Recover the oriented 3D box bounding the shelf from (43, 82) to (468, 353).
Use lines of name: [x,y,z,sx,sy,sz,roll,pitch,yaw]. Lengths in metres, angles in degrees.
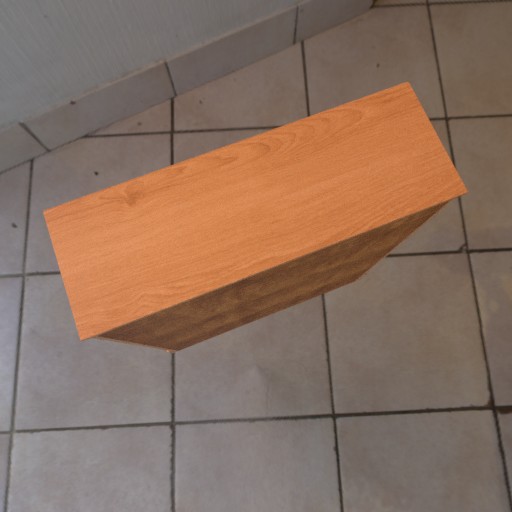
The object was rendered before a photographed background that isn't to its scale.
shelf: [0.000,0.000,1.400,0.840,0.980,0.291,-21,77,-5]
